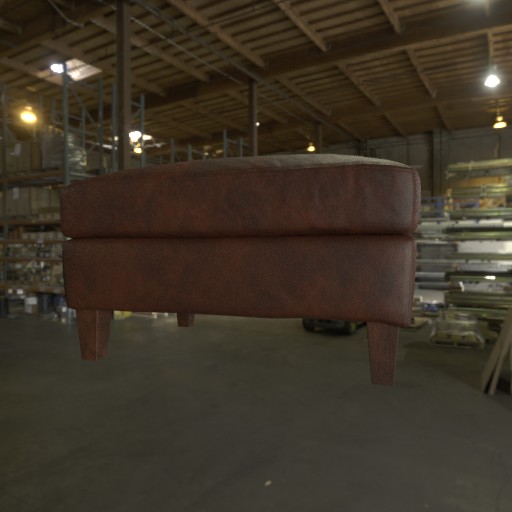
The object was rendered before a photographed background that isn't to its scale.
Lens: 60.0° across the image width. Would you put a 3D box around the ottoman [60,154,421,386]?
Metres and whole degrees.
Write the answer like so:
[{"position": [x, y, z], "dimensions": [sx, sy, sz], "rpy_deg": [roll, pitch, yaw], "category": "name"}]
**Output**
[{"position": [0.000, 0.000, 1.288], "dimensions": [0.887, 0.527, 0.659], "rpy_deg": [0, 1, 17], "category": "ottoman"}]
